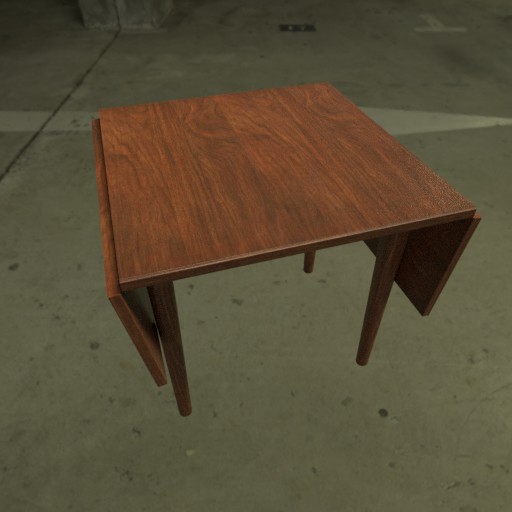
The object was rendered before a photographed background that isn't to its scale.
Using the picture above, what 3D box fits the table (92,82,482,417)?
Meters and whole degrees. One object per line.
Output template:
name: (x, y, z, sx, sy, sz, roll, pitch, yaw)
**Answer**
table: (0.000, 0.000, 1.447, 0.843, 0.763, 0.812, -12, 43, -13)
